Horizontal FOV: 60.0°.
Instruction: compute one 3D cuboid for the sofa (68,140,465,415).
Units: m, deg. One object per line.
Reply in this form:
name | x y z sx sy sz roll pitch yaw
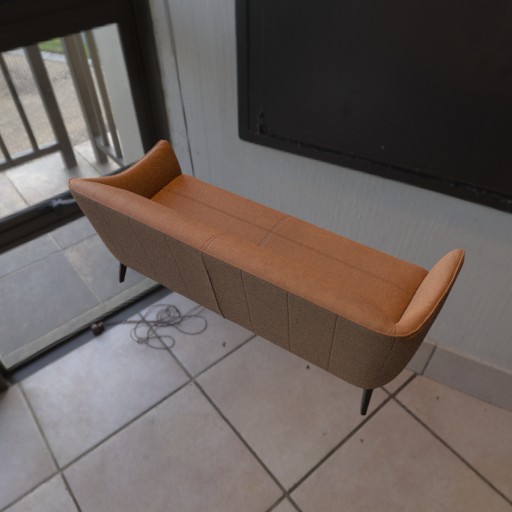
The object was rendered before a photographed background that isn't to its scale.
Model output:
sofa | 0.000 0.000 2.411 1.928 0.830 0.869 24 50 22
